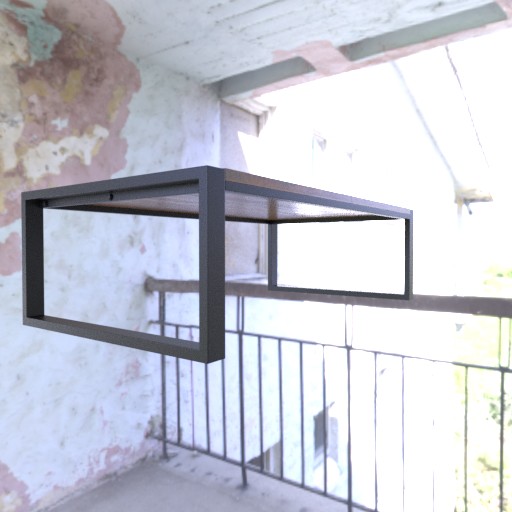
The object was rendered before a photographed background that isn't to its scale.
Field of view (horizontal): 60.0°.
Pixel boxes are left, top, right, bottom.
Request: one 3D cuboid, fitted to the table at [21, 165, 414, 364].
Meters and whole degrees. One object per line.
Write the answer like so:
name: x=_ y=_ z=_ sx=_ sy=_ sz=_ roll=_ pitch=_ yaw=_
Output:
table: x=0.000 y=0.000 z=1.651 sx=0.750 sy=0.400 sz=1.350 roll=1 pitch=2 yaw=36
